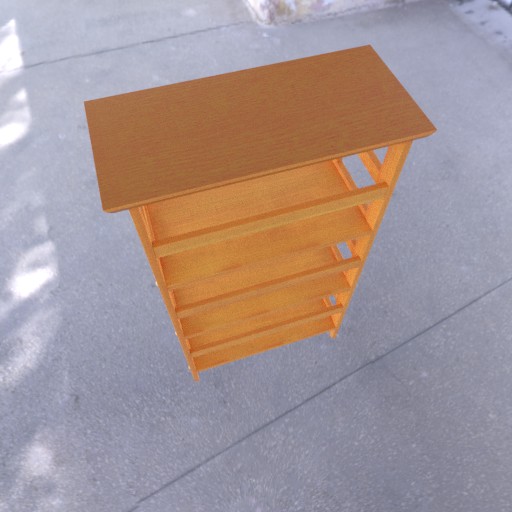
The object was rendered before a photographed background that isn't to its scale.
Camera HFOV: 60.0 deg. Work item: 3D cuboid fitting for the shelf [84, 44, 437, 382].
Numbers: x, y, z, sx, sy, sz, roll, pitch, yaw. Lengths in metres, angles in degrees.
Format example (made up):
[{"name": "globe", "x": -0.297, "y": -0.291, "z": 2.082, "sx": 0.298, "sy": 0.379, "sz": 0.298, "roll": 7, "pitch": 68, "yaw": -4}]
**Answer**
[{"name": "shelf", "x": 0.000, "y": 0.000, "z": 1.354, "sx": 0.660, "sy": 1.067, "sz": 0.305, "roll": -15, "pitch": 59, "yaw": -10}]
